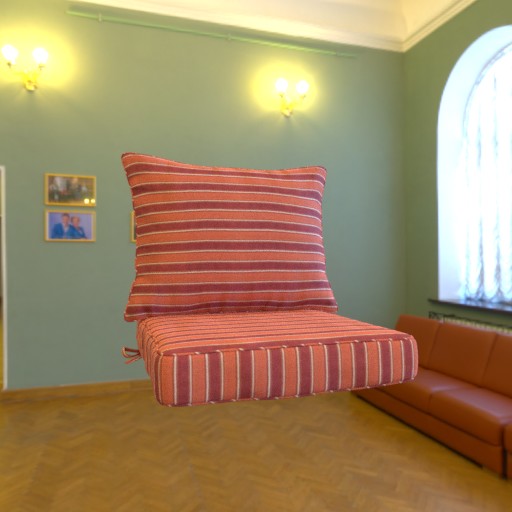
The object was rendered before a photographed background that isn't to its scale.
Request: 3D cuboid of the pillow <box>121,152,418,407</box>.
[{"bbox_3d":[0.000,0.000,1.397,0.799,0.723,0.733,0,0,-18],"label":"pillow"}]
